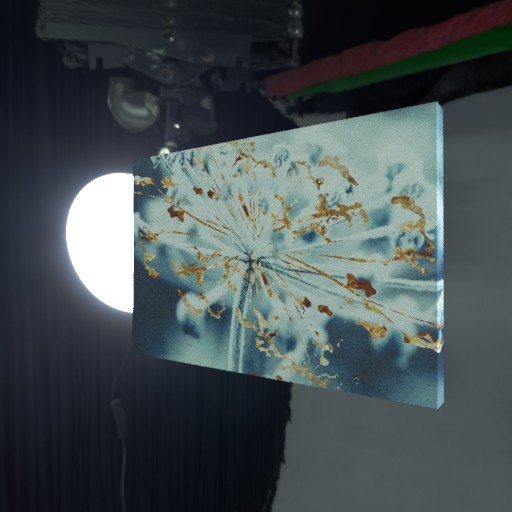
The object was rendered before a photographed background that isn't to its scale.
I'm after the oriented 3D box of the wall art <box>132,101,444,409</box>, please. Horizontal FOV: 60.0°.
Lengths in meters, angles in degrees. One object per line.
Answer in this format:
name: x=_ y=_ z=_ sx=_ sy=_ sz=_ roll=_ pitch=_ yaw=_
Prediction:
wall art: x=0.000 y=0.000 z=0.772 sx=0.607 sy=0.405 sz=0.036 roll=0 pitch=-1 yaw=35
